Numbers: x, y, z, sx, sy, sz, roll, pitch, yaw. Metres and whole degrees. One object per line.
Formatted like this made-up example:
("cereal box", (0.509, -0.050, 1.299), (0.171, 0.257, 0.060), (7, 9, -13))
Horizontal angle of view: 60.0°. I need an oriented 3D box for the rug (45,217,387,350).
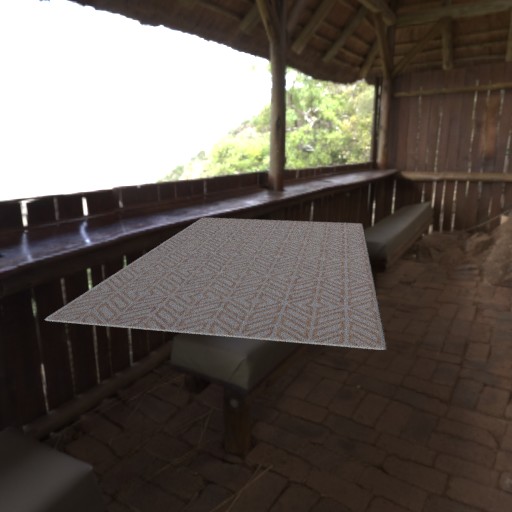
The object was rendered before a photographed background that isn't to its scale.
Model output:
("rug", (0.000, 0.000, 3.044), (1.523, 0.008, 2.438), (3, 16, 10))
